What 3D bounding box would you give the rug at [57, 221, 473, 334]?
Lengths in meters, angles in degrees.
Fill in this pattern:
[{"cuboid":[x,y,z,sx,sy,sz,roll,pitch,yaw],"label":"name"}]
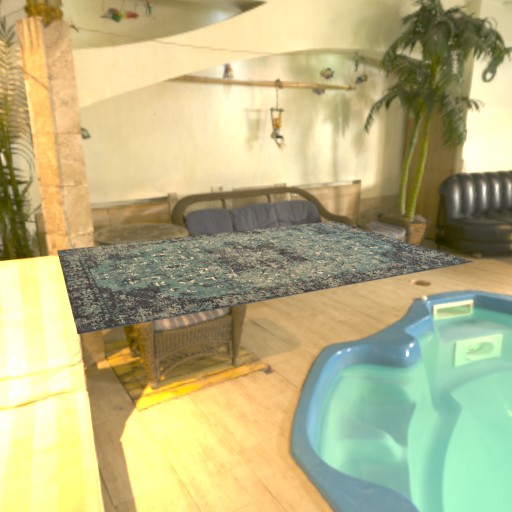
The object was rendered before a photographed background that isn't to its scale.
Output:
[{"cuboid":[0.000,0.000,3.052,2.440,0.007,1.525,-8,17,-25],"label":"rug"}]
